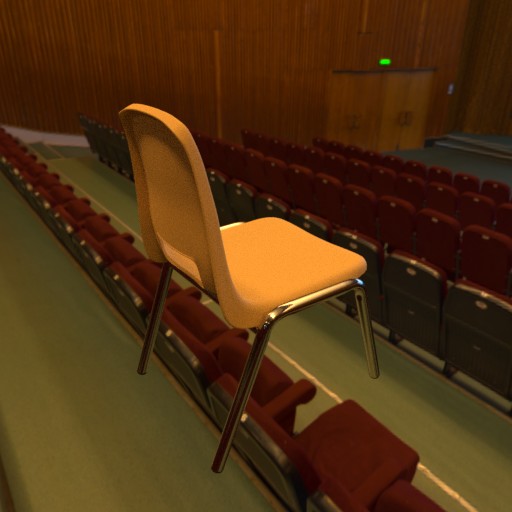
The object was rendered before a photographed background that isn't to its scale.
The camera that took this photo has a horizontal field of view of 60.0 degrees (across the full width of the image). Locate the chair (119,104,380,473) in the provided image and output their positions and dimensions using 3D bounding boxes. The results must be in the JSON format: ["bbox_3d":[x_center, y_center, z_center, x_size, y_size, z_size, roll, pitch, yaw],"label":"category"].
[{"bbox_3d":[0.000,0.000,0.853,0.423,0.586,0.354,-19,33,-33],"label":"chair"}]
